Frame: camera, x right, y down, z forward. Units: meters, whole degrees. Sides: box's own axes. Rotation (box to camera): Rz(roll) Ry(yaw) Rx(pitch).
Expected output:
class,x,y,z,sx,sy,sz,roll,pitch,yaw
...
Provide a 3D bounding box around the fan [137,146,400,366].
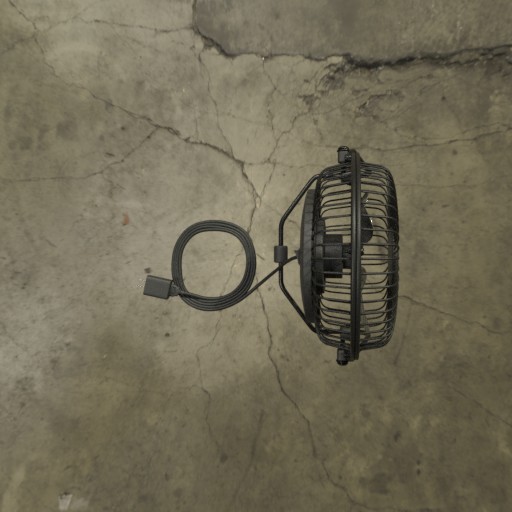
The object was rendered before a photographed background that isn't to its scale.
class,x,y,z,sx,sy,sz,roll,pitch,yaw
fan,0.000,0.000,0.309,0.202,0.152,0.153,0,91,0
